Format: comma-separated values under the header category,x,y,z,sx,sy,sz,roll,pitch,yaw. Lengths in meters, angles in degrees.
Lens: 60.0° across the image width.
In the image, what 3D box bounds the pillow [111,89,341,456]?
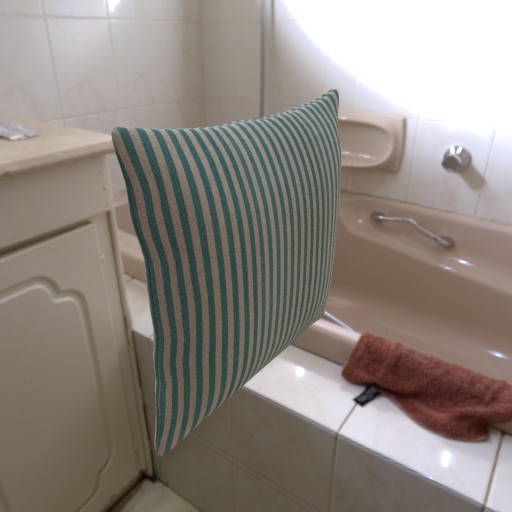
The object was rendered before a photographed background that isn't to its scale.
category,x,y,z,sx,sy,sz,roll,pitch,yaw
pillow,0.000,0.000,0.777,0.166,0.510,0.523,19,32,33
